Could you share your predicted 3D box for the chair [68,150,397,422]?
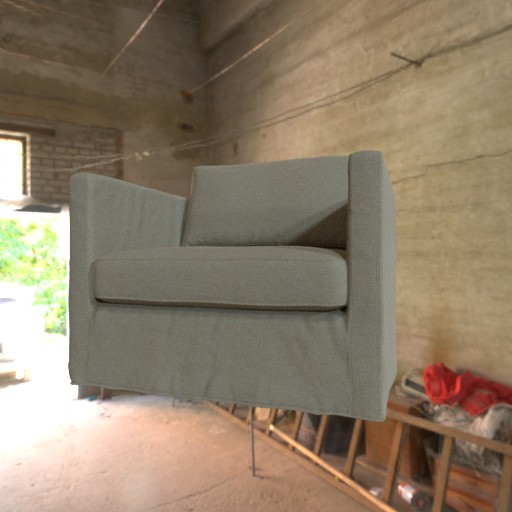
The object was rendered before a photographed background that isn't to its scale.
[{"bbox_3d":[0.000,0.000,1.747,1.057,0.863,0.949,0,0,20],"label":"chair"}]
